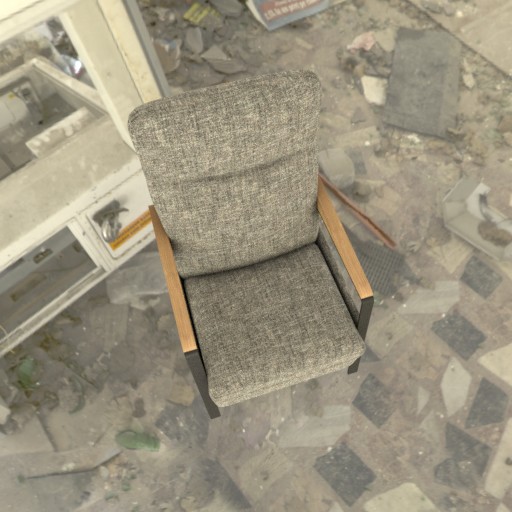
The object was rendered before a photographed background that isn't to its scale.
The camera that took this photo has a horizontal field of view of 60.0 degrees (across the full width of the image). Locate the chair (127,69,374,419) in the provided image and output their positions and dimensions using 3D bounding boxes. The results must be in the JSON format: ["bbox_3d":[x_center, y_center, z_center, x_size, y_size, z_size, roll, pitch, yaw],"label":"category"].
[{"bbox_3d":[0.000,0.000,1.645,0.671,1.042,0.868,-16,64,-8],"label":"chair"}]
